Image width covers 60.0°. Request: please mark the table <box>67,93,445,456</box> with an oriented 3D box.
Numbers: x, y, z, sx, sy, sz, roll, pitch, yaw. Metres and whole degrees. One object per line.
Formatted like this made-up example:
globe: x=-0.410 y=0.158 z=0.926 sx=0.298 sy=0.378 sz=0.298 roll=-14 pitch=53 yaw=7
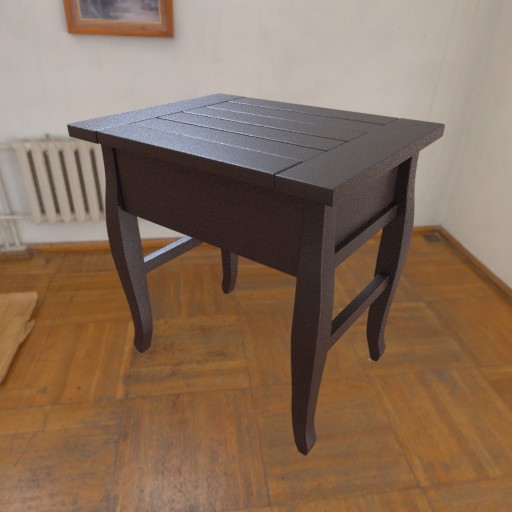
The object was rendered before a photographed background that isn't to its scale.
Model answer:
table: x=0.000 y=0.000 z=1.032 sx=0.602 sy=0.605 sz=0.460 roll=20 pitch=35 yaw=32
